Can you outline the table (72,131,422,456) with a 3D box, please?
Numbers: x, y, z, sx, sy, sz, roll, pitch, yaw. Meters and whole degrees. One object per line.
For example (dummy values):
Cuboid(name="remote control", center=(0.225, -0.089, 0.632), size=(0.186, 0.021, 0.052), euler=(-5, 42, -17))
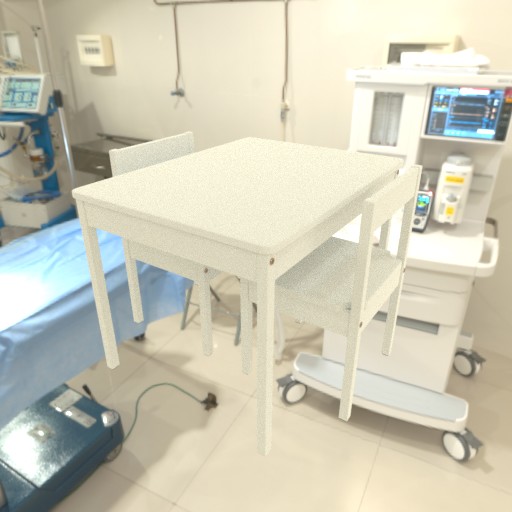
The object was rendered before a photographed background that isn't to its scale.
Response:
Cuboid(name="table", center=(0.000, 0.000, 1.123), size=(0.672, 0.503, 0.650), euler=(17, 31, 30))
